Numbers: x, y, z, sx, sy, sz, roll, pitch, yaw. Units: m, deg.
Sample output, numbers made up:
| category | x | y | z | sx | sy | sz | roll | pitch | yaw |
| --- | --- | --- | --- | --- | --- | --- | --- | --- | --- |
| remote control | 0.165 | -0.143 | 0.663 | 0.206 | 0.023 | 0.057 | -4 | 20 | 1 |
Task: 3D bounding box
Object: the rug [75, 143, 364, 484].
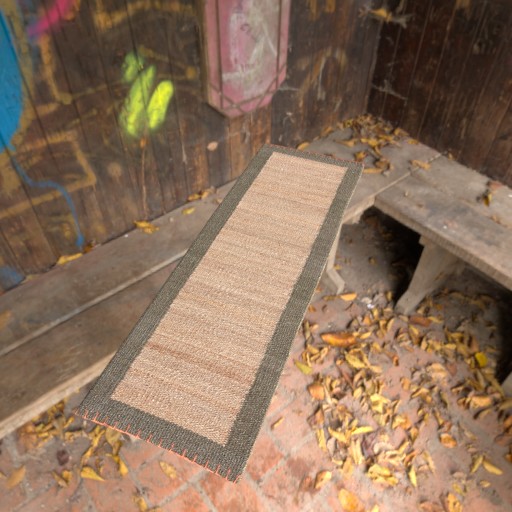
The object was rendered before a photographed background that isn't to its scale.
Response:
| category | x | y | z | sx | sy | sz | roll | pitch | yaw |
| --- | --- | --- | --- | --- | --- | --- | --- | --- | --- |
| rug | 0.000 | 0.000 | 2.642 | 0.810 | 0.016 | 2.413 | 16 | 47 | 15 |
